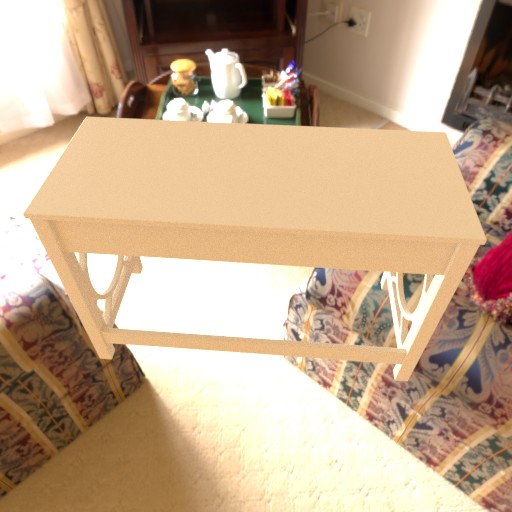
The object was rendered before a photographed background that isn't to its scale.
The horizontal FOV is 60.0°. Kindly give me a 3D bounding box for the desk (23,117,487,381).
[{"bbox_3d":[0.000,0.000,1.580,1.191,0.762,0.504,3,47,3],"label":"desk"}]
